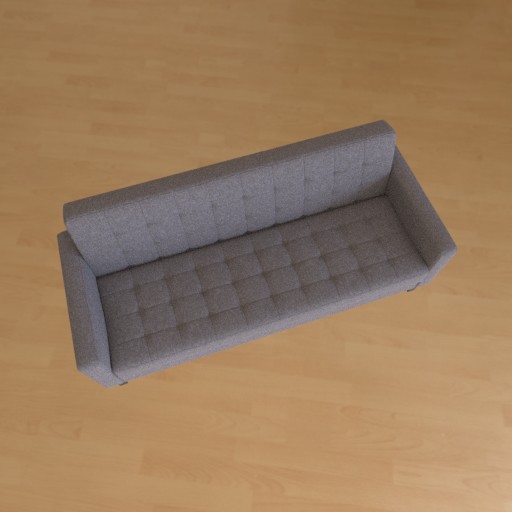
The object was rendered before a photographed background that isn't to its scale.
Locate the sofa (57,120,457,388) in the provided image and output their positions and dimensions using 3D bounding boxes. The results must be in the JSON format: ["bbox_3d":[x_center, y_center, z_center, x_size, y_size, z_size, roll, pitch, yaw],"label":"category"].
[{"bbox_3d":[0.000,0.000,2.522,2.040,0.850,0.810,-17,65,-8],"label":"sofa"}]
